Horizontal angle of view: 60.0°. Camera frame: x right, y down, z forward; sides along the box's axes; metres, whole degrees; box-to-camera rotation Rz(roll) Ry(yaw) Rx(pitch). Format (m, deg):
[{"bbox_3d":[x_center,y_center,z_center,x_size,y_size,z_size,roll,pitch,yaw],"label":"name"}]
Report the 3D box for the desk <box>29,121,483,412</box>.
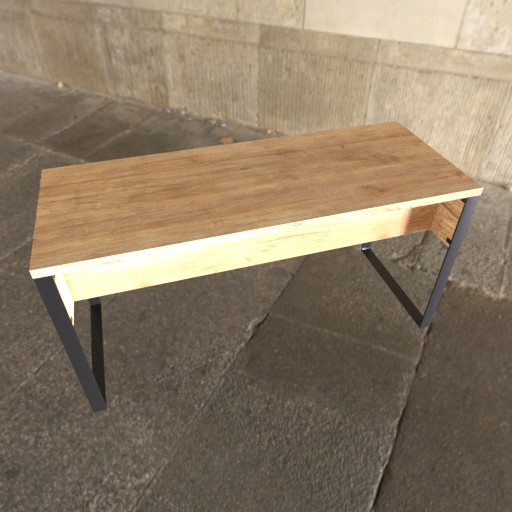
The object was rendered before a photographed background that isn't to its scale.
[{"bbox_3d":[0.000,0.000,1.885,1.520,0.760,0.600,-11,42,-13],"label":"desk"}]
